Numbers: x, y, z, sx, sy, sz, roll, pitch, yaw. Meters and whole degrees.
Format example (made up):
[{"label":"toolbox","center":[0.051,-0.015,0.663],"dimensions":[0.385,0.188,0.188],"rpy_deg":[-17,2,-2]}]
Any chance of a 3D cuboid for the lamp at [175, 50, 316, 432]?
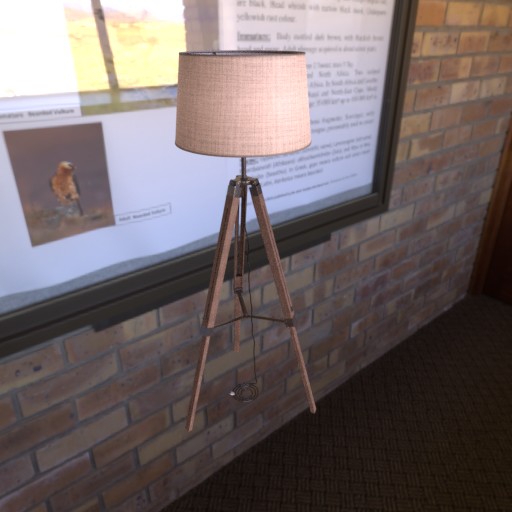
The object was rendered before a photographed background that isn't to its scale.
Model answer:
[{"label":"lamp","center":[0.000,0.000,1.808],"dimensions":[0.587,1.510,0.604],"rpy_deg":[8,28,16]}]
